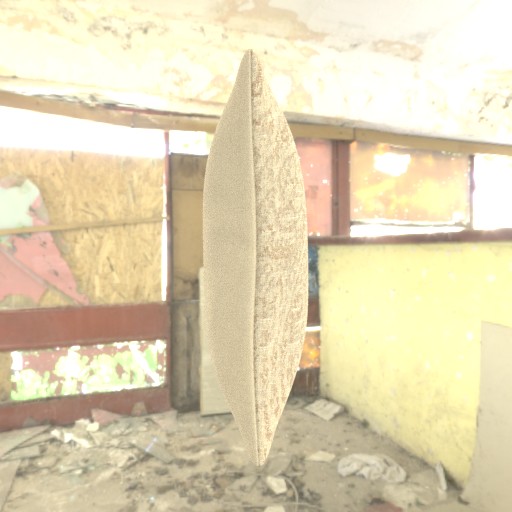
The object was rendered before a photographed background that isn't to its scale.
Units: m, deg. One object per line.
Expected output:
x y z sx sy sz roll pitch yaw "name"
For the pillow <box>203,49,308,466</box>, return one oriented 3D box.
0.000 0.000 0.788 0.166 0.510 0.523 0 1 0 "pillow"
